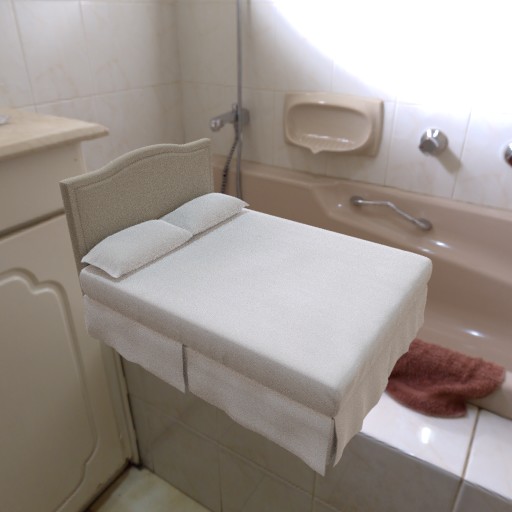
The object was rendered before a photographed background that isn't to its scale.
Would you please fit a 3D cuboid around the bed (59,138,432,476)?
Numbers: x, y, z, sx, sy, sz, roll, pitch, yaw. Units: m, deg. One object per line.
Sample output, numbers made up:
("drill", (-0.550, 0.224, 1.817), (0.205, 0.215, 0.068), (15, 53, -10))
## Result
("bed", (0.000, 0.000, 3.632), (2.477, 1.437, 1.977), (18, 33, 30))
